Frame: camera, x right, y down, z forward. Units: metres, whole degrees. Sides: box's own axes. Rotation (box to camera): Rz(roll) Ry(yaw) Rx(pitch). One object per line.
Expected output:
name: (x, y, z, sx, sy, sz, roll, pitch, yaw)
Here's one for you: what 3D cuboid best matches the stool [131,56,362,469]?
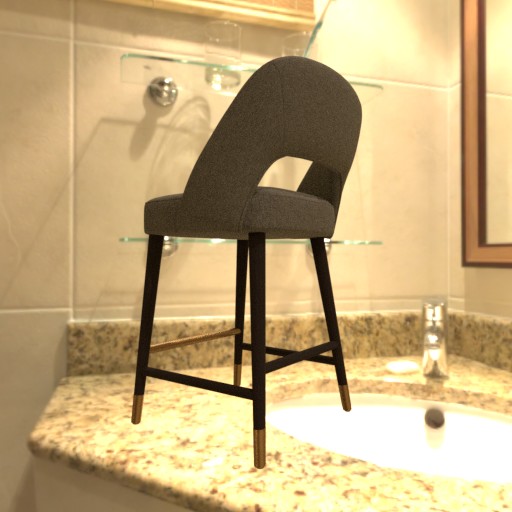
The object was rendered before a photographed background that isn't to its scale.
stool: (0.000, 0.000, 1.251, 0.524, 0.925, 0.536, 0, 0, 37)
